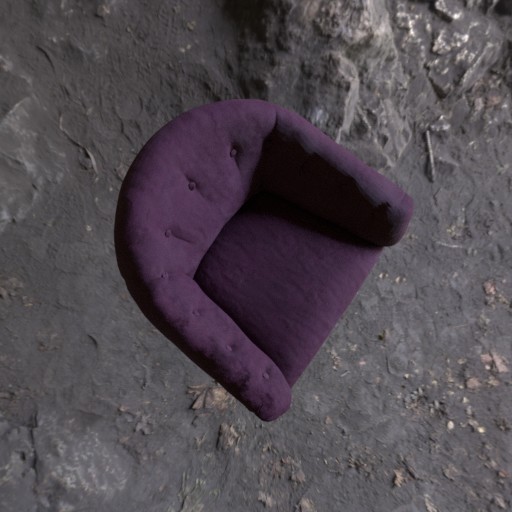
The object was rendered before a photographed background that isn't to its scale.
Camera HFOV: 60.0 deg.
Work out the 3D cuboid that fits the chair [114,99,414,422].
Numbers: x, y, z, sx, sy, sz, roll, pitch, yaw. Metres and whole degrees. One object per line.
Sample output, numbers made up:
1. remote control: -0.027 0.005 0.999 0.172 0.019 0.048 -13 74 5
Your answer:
1. chair: 0.000 0.000 1.579 0.776 0.885 0.851 35 78 8
